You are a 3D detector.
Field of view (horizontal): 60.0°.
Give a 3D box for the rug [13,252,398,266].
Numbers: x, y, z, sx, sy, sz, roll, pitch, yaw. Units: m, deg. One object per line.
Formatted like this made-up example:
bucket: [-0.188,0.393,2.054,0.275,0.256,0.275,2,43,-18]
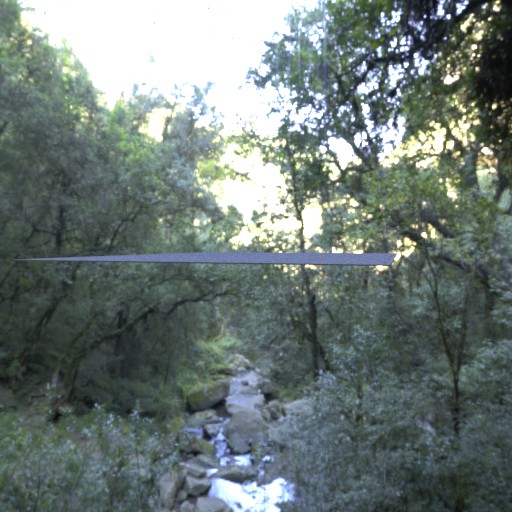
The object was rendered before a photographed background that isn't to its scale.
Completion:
rug: [0.000,0.000,4.021,2.421,0.008,3.045,0,2,18]
